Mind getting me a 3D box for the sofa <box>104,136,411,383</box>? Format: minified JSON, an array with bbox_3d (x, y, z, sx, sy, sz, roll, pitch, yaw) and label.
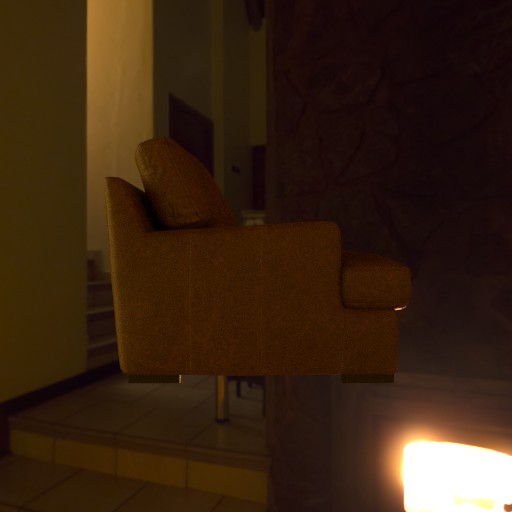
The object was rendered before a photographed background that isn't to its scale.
[{"bbox_3d":[0.000,0.000,2.510,1.143,0.939,1.880,0,0,0],"label":"sofa"}]
